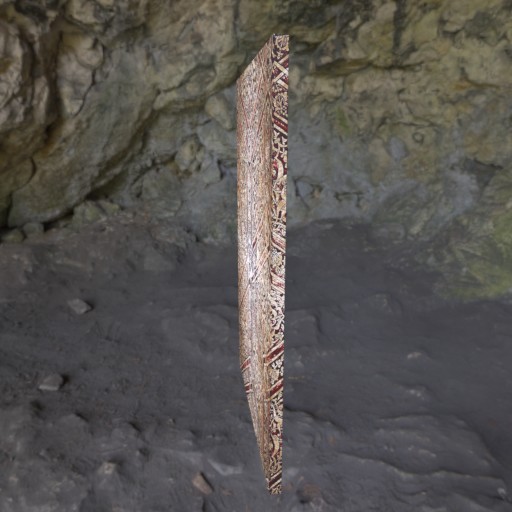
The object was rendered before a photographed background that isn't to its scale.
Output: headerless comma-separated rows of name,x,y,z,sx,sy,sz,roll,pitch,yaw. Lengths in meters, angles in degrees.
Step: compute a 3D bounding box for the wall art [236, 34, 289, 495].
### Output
wall art,0.000,0.000,0.746,0.020,0.599,0.397,-2,15,-8
